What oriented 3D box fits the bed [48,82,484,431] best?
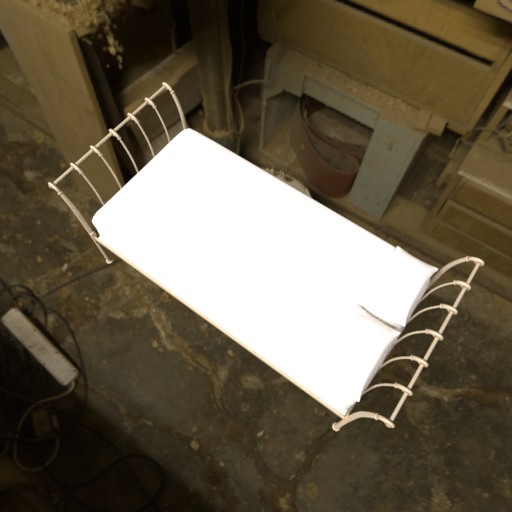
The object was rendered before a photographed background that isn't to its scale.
[{"bbox_3d":[0.000,0.000,2.797,2.228,0.873,1.032,33,68,15],"label":"bed"}]
